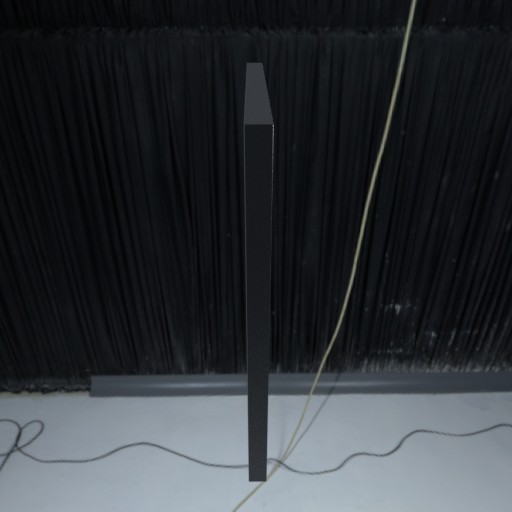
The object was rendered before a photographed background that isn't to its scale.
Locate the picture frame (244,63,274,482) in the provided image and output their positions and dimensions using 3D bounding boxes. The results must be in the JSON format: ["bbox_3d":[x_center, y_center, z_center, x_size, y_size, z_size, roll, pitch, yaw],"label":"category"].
[{"bbox_3d":[0.000,0.000,0.759,0.028,0.556,0.460,0,30,-1],"label":"picture frame"}]
